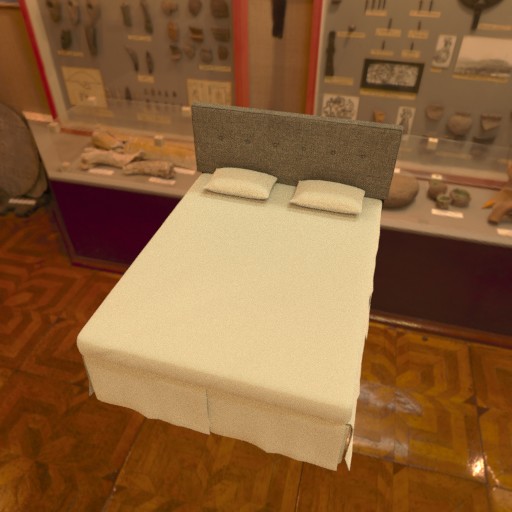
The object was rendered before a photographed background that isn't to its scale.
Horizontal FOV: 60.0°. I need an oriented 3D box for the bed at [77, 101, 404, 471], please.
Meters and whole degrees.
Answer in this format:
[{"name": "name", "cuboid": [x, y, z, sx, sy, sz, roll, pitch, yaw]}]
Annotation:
[{"name": "bed", "cuboid": [0.000, 0.000, 2.920, 1.621, 1.168, 1.958, 11, 41, 12]}]
